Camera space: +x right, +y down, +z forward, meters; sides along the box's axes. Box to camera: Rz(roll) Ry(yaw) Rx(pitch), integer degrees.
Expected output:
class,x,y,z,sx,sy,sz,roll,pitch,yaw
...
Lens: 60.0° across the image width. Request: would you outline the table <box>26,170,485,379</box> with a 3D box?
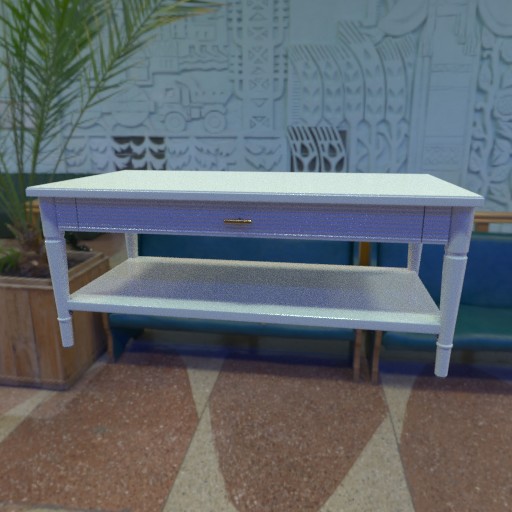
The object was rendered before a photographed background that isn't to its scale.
class,x,y,z,sx,sy,sz,roll,pitch,yaw
table,0.000,0.000,1.341,1.067,0.457,0.559,2,16,9
